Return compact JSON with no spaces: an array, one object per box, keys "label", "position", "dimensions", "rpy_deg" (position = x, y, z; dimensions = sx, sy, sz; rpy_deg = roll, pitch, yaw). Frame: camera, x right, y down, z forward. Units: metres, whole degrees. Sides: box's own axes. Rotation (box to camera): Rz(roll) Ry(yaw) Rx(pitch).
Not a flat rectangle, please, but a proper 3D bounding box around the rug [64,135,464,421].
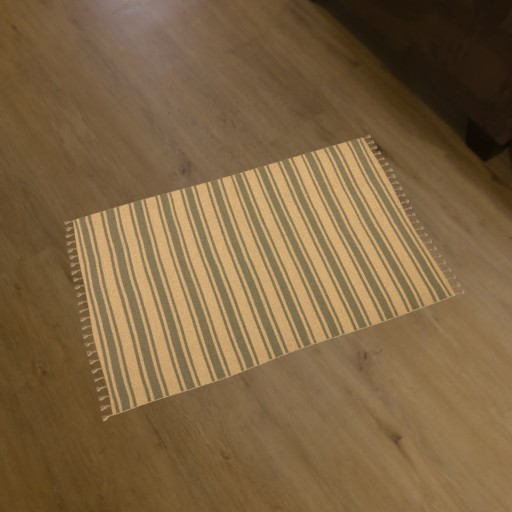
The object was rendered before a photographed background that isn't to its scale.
[{"label":"rug","position":[0.000,0.000,2.604],"dimensions":[2.084,0.009,1.222],"rpy_deg":[-17,65,-8]}]
